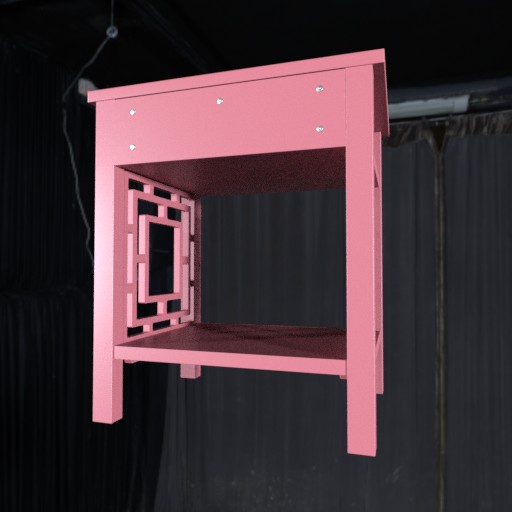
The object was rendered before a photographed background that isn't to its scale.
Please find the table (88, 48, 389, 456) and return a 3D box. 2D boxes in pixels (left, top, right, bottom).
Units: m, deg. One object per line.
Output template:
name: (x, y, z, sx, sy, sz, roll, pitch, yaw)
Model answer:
table: (0.000, 0.000, 1.045, 0.599, 0.686, 0.451, -1, -2, 18)
